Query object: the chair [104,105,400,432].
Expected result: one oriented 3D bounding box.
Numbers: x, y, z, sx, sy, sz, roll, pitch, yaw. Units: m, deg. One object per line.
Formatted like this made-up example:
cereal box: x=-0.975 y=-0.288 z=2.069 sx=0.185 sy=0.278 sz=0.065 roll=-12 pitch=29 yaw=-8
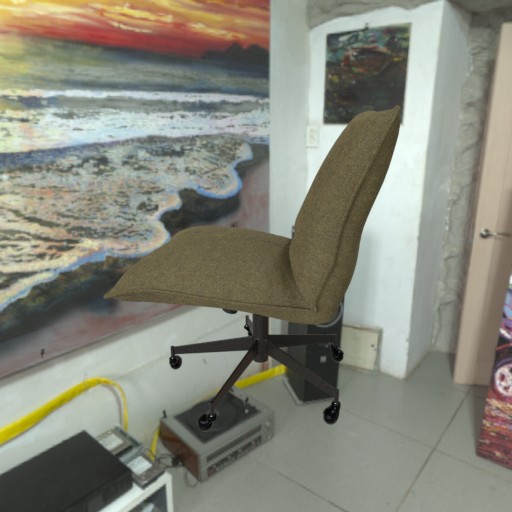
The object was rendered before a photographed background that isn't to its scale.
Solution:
chair: x=0.000 y=0.000 z=1.303 sx=0.696 sy=0.811 sz=0.597 roll=3 pitch=17 yaw=9
